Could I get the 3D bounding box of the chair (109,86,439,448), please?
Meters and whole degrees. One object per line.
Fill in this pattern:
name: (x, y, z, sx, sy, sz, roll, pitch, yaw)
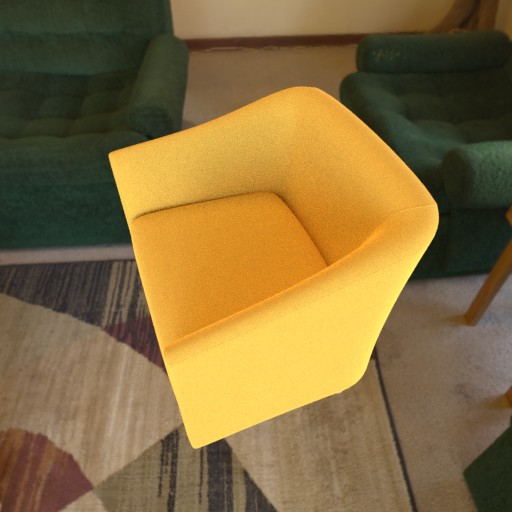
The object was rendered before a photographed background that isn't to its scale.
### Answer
chair: (0.000, 0.000, 1.367, 0.700, 0.720, 0.790, -16, 49, -14)
